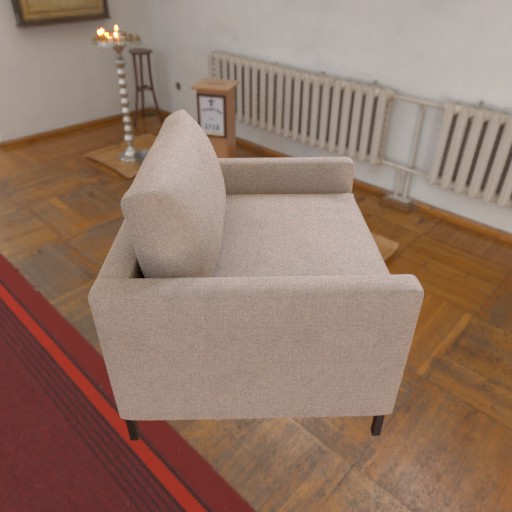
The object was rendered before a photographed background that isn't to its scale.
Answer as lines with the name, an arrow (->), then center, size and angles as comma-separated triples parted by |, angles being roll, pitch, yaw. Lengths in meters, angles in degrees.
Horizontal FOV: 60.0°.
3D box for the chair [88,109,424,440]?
chair -> 0.000, 0.000, 1.589 | 0.866, 0.861, 0.963 | -1, 33, -1
